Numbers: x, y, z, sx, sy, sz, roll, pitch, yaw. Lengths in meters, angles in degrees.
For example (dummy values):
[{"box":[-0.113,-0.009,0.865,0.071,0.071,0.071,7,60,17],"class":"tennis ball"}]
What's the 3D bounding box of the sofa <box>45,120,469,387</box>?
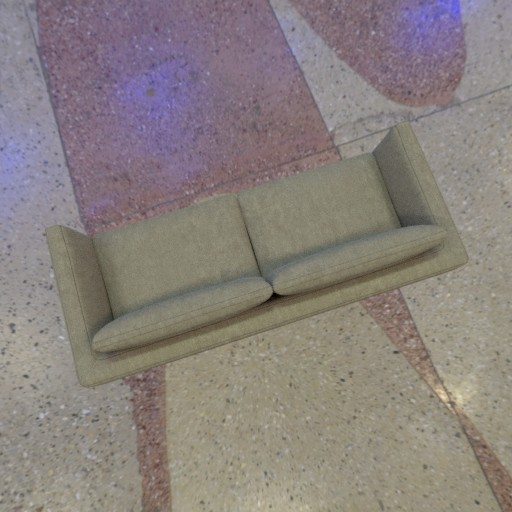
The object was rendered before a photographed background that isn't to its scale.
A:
[{"box":[0.000,0.000,2.599,2.121,0.864,0.889,-17,78,-4],"class":"sofa"}]
